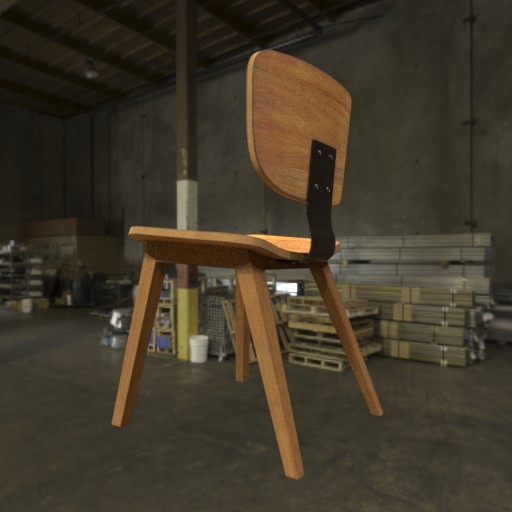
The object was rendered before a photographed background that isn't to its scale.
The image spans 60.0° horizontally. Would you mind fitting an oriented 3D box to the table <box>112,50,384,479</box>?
[{"bbox_3d":[0.000,0.000,1.115,0.500,0.805,0.499,0,0,37],"label":"table"}]
